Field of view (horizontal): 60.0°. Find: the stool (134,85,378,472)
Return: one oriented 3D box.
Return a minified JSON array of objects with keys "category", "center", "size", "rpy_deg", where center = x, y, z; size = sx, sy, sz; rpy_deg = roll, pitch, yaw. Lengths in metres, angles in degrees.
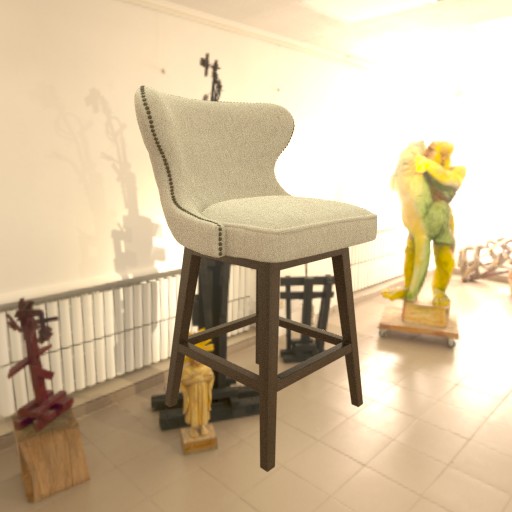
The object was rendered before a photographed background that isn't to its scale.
[{"category":"stool","center":[0.000,0.000,1.357],"size":[0.597,0.972,0.615],"rpy_deg":[11,16,43]}]
